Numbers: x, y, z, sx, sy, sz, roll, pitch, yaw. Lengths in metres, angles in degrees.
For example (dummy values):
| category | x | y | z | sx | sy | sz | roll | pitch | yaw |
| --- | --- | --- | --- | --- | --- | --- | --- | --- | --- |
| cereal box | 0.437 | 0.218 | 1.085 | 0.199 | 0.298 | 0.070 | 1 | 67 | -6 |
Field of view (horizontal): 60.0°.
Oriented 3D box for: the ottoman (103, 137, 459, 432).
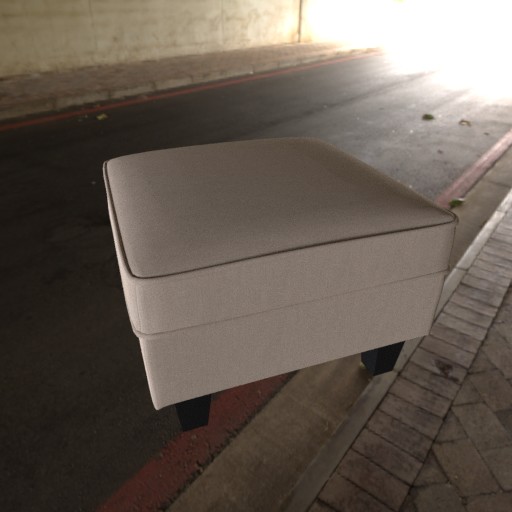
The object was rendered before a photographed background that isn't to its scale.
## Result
| category | x | y | z | sx | sy | sz | roll | pitch | yaw |
| --- | --- | --- | --- | --- | --- | --- | --- | --- | --- |
| ottoman | 0.000 | 0.000 | 1.045 | 0.616 | 0.438 | 0.613 | -10 | 32 | -17 |
